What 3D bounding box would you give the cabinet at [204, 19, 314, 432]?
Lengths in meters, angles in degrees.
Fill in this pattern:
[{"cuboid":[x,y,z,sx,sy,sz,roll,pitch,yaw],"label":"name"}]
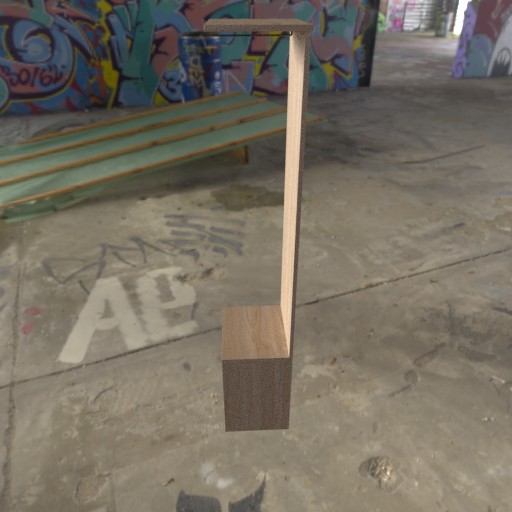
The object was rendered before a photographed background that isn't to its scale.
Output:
[{"cuboid":[0.000,0.000,2.007,0.338,1.879,0.411,-1,30,-2],"label":"cabinet"}]
